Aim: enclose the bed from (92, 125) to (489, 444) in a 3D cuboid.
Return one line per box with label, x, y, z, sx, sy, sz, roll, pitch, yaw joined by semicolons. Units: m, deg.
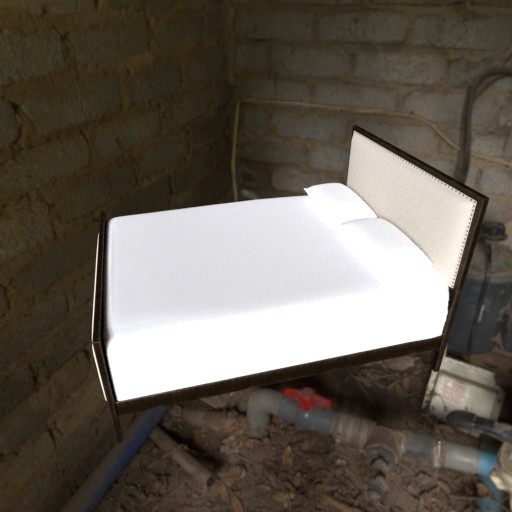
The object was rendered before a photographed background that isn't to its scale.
bed;0.000;0.000;3.181;2.221;1.313;1.607;-8;32;-13
